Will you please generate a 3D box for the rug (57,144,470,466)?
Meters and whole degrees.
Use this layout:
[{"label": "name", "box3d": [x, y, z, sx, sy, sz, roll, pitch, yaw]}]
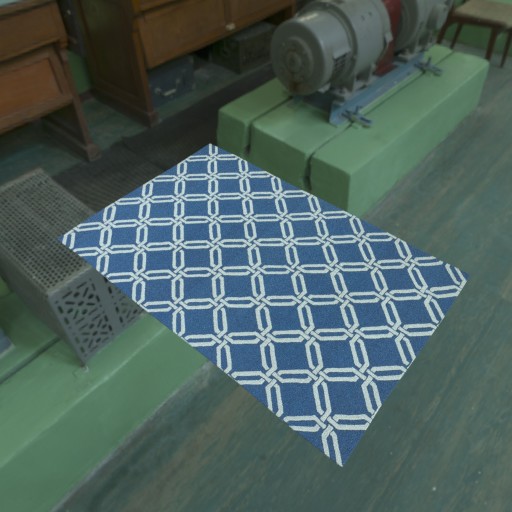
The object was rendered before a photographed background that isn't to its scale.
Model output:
[{"label": "rug", "box3d": [0.000, 0.000, 2.219, 1.755, 0.010, 1.153, 32, 55, 26]}]
